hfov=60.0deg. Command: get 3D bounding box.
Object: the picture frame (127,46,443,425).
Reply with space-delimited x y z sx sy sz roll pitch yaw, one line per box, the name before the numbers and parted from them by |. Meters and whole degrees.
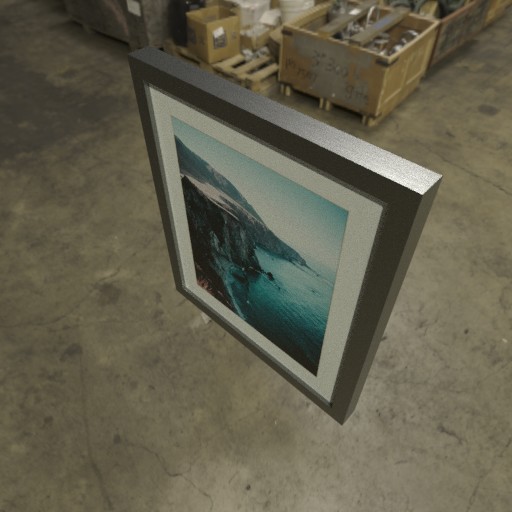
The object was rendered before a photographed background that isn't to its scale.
picture frame | 0.000 0.000 1.316 0.839 0.968 0.073 34 56 28
